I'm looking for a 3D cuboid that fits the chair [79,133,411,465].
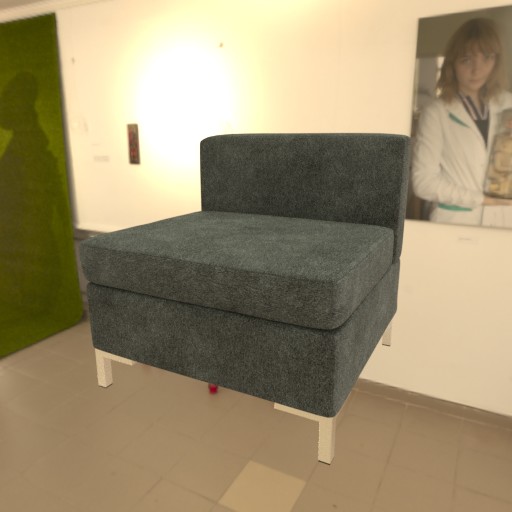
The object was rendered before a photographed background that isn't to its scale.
[{"bbox_3d":[0.000,0.000,1.226,0.680,0.660,0.680,8,17,27],"label":"chair"}]
